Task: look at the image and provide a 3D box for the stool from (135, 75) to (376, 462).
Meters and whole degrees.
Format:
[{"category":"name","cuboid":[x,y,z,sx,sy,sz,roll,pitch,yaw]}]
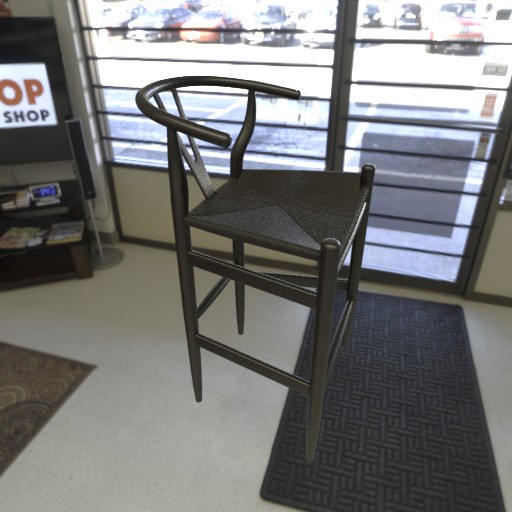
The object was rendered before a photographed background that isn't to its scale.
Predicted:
[{"category":"stool","cuboid":[0.000,0.000,1.340,0.579,0.970,0.569,11,32,18]}]
